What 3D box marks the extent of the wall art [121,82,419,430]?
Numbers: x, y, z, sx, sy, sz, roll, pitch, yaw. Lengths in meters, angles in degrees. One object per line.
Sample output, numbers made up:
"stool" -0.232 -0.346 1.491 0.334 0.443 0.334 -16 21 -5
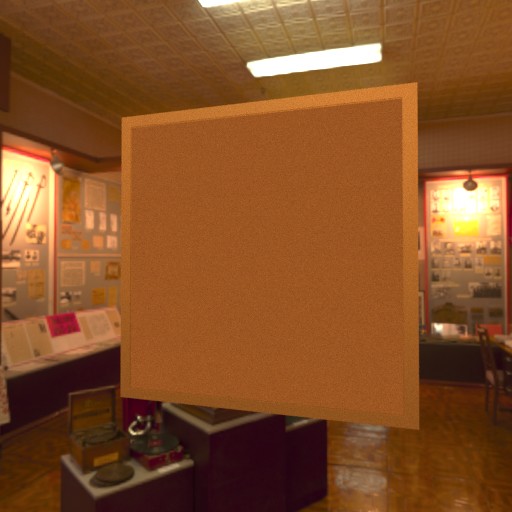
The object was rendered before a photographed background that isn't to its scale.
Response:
"wall art" 0.000 0.000 2.804 1.926 1.926 0.099 0 -1 18
